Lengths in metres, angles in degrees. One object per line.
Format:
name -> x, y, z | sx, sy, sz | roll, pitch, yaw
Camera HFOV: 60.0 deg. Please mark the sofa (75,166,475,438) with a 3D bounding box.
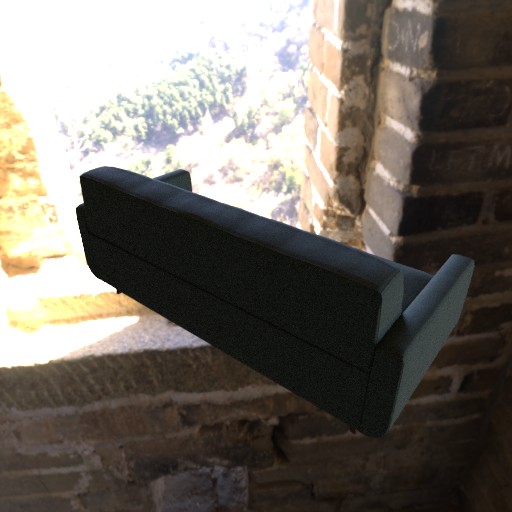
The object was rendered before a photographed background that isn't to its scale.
sofa -> 0.000, 0.000, 2.446 | 2.029, 0.841, 0.909 | 22, 37, 32
